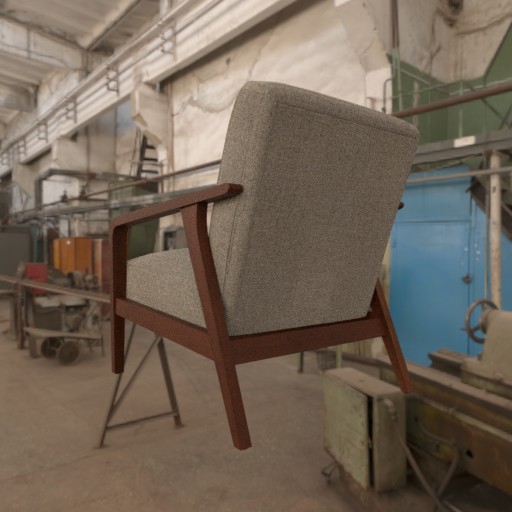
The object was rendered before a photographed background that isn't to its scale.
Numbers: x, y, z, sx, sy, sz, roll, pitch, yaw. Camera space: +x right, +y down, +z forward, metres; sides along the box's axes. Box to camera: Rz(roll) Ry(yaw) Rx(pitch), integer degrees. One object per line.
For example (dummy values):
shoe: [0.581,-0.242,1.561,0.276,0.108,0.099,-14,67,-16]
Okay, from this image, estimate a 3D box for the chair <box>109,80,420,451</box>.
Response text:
chair: [0.000,0.000,1.460,0.704,0.847,0.858,-1,1,-38]
